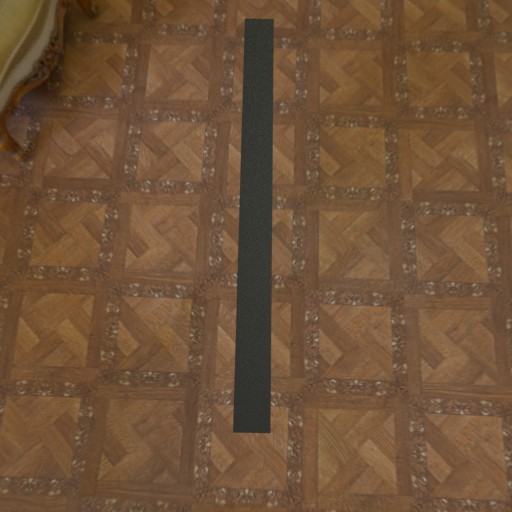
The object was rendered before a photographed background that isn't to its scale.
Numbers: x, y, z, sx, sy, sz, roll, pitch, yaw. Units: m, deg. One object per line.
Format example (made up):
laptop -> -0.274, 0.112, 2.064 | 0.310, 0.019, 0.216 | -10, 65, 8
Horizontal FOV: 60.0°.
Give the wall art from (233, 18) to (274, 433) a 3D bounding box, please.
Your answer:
wall art -> 0.000, 0.000, 0.760 | 0.038, 0.508, 0.508 | 1, 75, 0
